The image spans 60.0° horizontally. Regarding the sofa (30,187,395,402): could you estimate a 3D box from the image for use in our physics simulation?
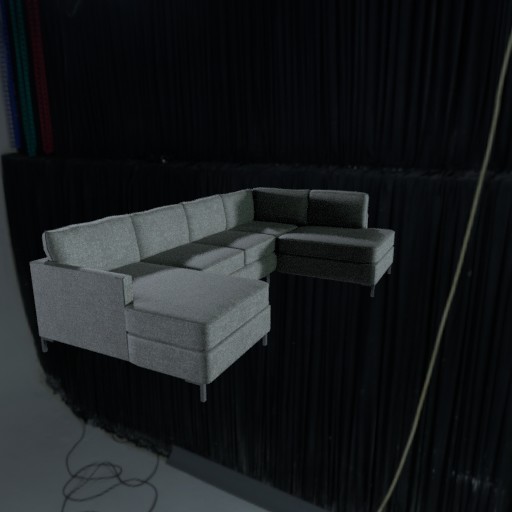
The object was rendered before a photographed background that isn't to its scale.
[{"bbox_3d":[0.000,0.000,4.316,2.048,0.999,3.423,7,16,26],"label":"sofa"}]
